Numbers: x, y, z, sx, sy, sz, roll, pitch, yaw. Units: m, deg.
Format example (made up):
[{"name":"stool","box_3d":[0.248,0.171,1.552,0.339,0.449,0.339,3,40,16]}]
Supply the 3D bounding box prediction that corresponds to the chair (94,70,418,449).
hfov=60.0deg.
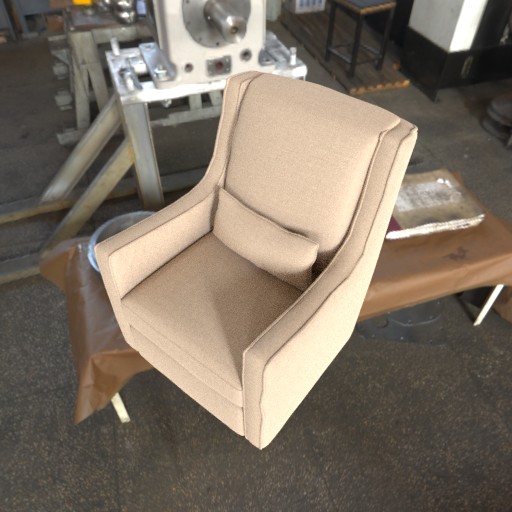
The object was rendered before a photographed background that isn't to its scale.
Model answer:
[{"name":"chair","box_3d":[0.000,0.000,1.620,0.732,0.993,0.879,30,53,25]}]
